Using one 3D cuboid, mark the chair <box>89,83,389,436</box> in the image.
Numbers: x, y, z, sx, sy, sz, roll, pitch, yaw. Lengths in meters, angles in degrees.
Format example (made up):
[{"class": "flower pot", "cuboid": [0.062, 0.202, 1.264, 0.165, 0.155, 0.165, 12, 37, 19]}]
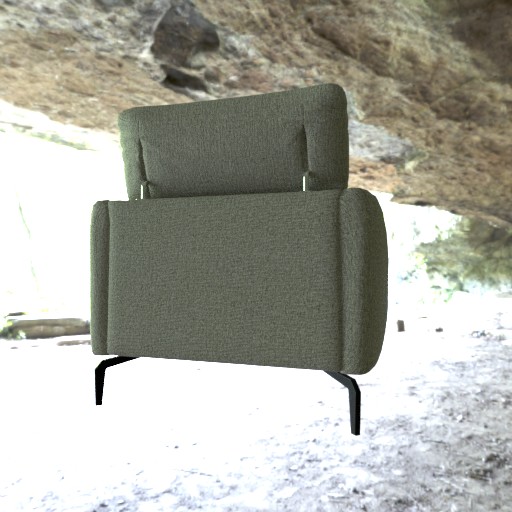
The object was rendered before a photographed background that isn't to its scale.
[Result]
[{"class": "chair", "cuboid": [0.000, 0.000, 1.695, 0.972, 0.967, 0.835, 0, -1, 17]}]
